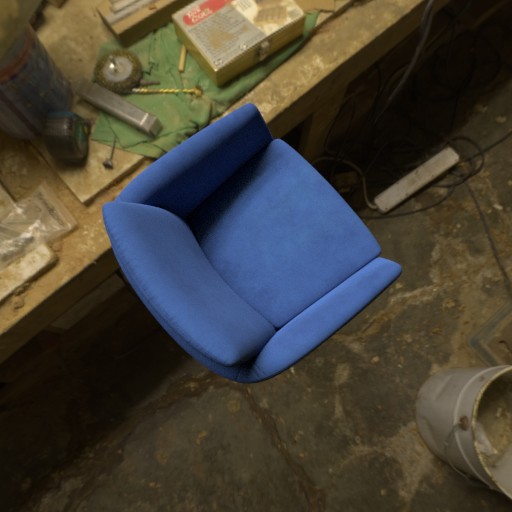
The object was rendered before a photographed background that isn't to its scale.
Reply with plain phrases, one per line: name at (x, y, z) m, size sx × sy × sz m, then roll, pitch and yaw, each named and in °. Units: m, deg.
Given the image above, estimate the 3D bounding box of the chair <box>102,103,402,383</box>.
chair at (0.000, 0.000, 1.381) m, size 0.635 × 0.908 × 0.641 m, roll -39°, pitch 80°, yaw -8°
